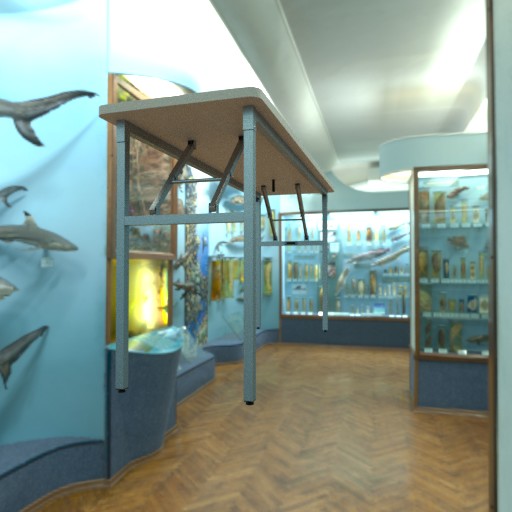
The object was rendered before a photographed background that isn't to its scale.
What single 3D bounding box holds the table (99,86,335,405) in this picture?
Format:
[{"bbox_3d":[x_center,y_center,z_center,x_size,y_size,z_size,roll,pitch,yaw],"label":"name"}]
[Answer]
[{"bbox_3d":[0.000,0.000,1.738,0.446,0.750,1.397,0,-1,17],"label":"table"}]
